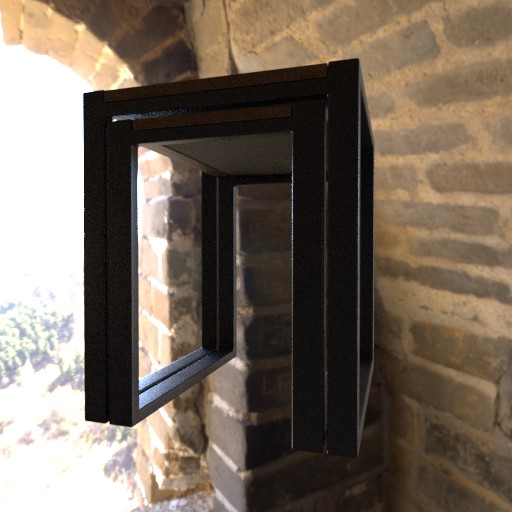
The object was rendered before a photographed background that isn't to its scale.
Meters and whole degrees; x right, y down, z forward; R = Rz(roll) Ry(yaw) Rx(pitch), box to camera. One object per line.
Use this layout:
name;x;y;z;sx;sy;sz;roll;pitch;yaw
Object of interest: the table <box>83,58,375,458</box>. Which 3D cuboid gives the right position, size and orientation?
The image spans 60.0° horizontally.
table;0.000;0.000;0.910;0.449;0.550;0.500;0;1;17
